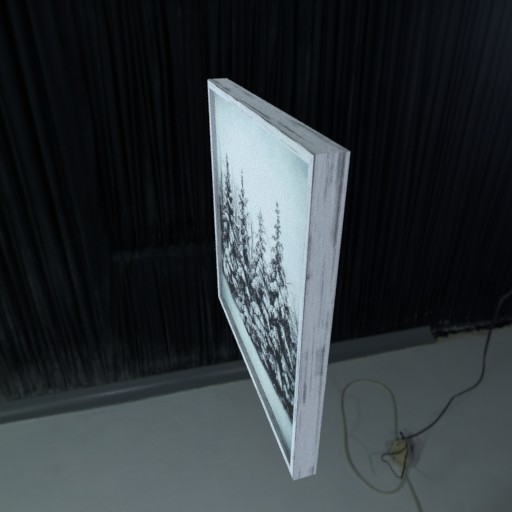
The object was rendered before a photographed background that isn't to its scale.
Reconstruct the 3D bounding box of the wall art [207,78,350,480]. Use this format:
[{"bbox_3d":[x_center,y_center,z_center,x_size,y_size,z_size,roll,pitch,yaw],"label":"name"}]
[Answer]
[{"bbox_3d":[0.000,0.000,0.764,0.038,0.506,0.506,-9,31,-15],"label":"wall art"}]
